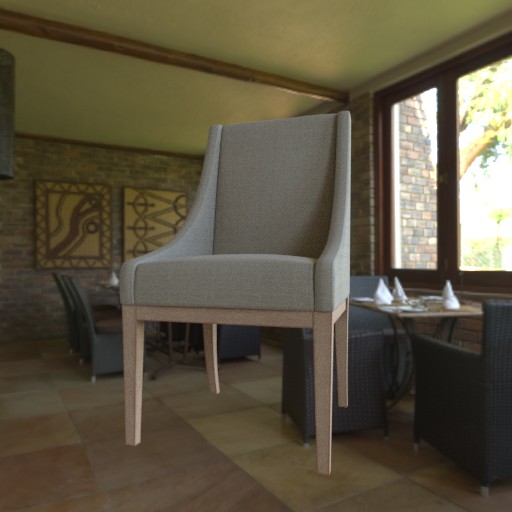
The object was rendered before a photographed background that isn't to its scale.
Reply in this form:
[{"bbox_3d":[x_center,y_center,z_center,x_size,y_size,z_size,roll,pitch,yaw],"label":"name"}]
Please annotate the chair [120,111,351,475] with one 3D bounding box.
[{"bbox_3d":[0.000,0.000,1.386,0.575,1.021,0.611,0,-1,18],"label":"chair"}]
